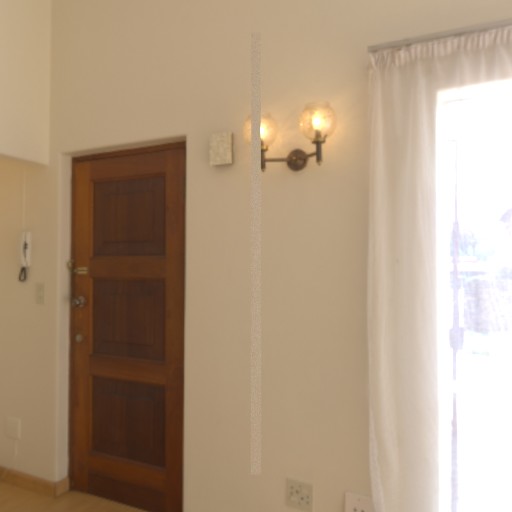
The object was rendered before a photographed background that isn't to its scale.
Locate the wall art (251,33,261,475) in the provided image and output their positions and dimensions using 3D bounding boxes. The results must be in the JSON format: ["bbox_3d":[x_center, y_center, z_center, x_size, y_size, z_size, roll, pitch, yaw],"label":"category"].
[{"bbox_3d":[0.000,0.000,0.880,0.013,0.584,0.584,0,-1,0],"label":"wall art"}]
